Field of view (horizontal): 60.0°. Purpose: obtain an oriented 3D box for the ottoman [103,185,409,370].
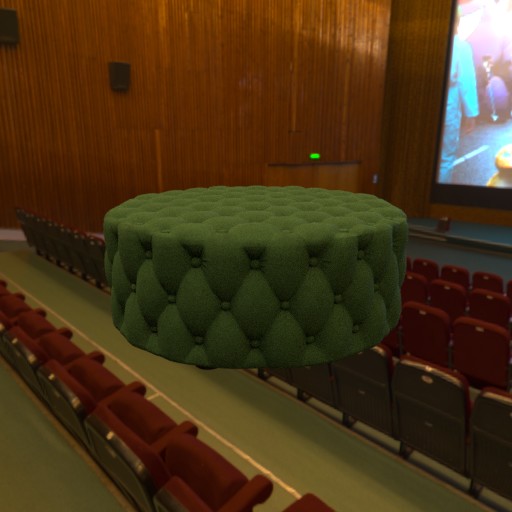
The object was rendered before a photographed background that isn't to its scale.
[{"bbox_3d":[0.000,0.000,1.539,0.998,0.399,0.998,0,16,0],"label":"ottoman"}]
